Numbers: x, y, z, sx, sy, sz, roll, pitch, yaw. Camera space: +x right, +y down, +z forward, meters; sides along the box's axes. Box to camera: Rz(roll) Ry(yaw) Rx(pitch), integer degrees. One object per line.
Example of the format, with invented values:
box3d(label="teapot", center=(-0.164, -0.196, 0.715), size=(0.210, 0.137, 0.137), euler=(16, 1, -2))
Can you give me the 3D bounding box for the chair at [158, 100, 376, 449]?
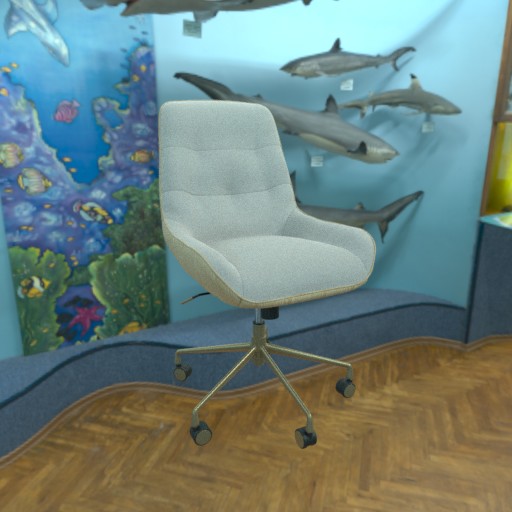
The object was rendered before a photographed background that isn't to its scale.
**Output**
box3d(label="chair", center=(0.000, 0.000, 1.379), size=(0.564, 0.952, 0.668), euler=(-8, 18, -26))
